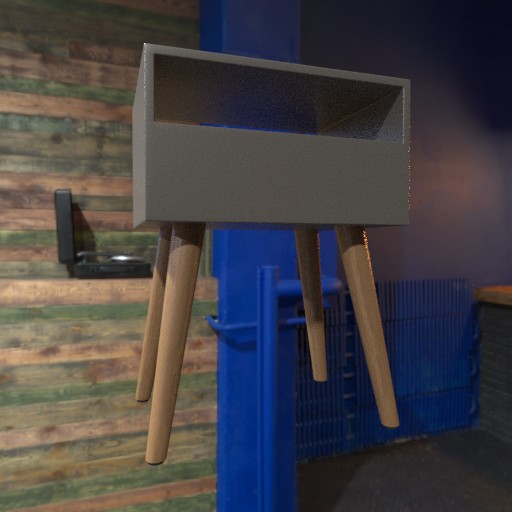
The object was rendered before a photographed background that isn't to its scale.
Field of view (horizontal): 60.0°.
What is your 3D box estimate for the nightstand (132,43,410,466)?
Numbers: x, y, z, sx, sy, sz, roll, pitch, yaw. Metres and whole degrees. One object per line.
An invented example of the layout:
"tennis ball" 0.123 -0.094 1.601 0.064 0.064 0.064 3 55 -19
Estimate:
"nightstand" 0.000 0.000 0.718 0.370 0.508 0.288 0 2 -18
